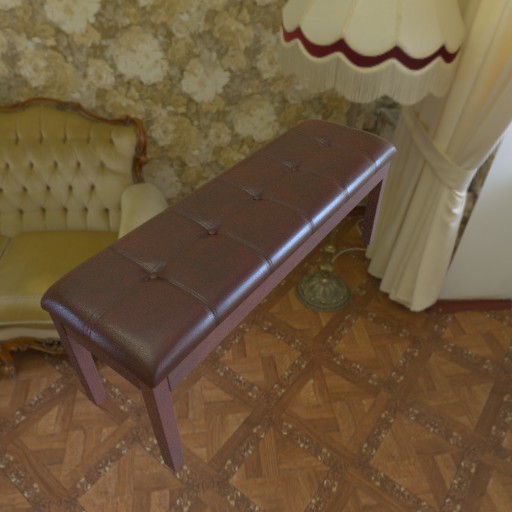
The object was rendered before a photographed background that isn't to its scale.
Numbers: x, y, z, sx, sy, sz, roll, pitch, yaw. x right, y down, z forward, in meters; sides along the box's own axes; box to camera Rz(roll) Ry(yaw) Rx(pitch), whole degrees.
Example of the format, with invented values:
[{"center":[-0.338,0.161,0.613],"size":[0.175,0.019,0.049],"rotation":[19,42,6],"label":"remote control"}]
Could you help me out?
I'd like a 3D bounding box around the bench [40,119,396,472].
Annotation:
[{"center":[0.000,0.000,1.484],"size":[0.401,0.491,1.259],"rotation":[26,47,27],"label":"bench"}]
